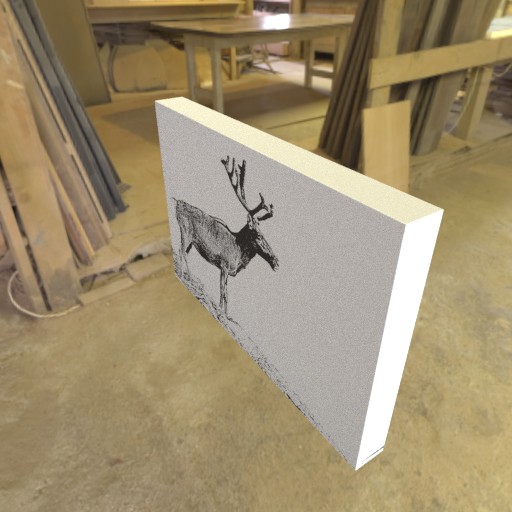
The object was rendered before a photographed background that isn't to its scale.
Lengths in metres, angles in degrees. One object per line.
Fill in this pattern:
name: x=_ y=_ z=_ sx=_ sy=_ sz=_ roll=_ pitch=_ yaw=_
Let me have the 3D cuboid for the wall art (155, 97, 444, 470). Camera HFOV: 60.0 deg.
wall art: x=0.000 y=0.000 z=0.483 sx=0.038 sy=0.259 sz=0.381 roll=-20 pitch=38 yaw=-28
